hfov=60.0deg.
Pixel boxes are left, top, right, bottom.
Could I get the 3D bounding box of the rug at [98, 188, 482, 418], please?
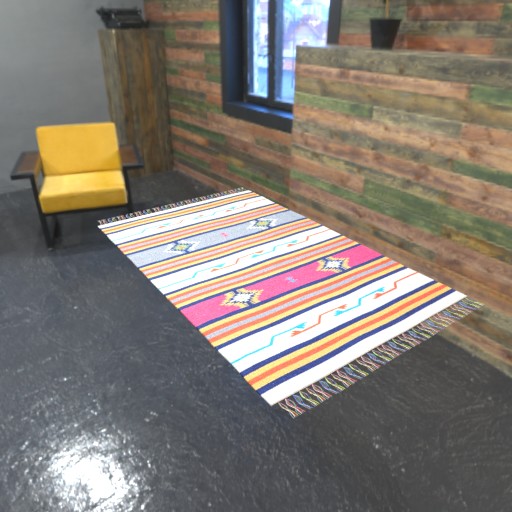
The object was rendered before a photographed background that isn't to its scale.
[{"bbox_3d":[0.000,0.000,2.268,1.084,0.013,1.849,-18,33,-31],"label":"rug"}]
